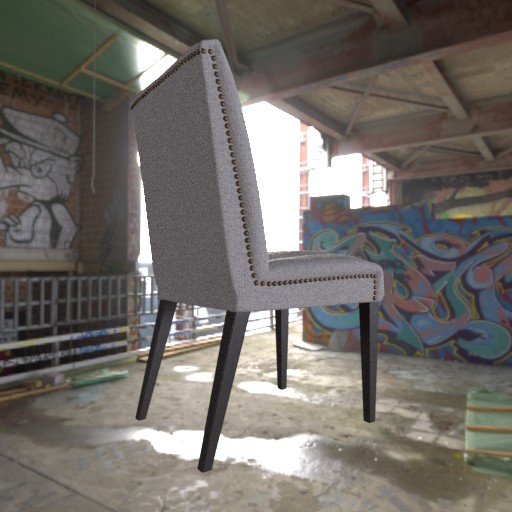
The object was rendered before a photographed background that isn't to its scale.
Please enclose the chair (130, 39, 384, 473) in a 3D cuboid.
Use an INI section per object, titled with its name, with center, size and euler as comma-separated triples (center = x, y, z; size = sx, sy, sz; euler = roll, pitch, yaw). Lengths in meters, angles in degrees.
[chair]
center = 0.000, 0.000, 1.382
size = 0.647, 1.016, 0.511
euler = 1, -1, -35
